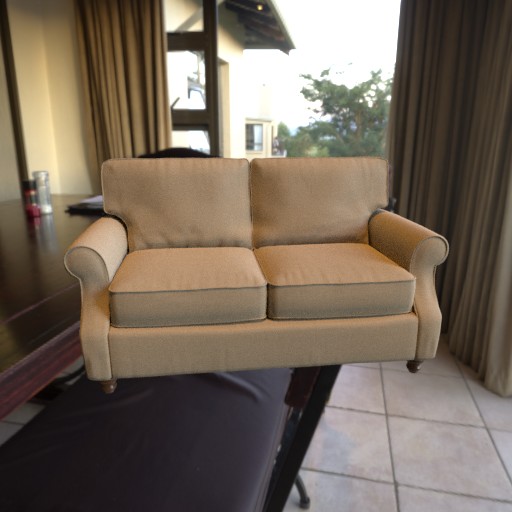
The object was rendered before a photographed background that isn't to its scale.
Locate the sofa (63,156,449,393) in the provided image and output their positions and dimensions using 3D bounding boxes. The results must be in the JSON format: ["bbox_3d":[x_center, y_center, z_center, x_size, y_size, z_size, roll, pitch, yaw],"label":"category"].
[{"bbox_3d":[0.000,0.000,2.224,1.665,0.937,0.964,-2,16,-7],"label":"sofa"}]
